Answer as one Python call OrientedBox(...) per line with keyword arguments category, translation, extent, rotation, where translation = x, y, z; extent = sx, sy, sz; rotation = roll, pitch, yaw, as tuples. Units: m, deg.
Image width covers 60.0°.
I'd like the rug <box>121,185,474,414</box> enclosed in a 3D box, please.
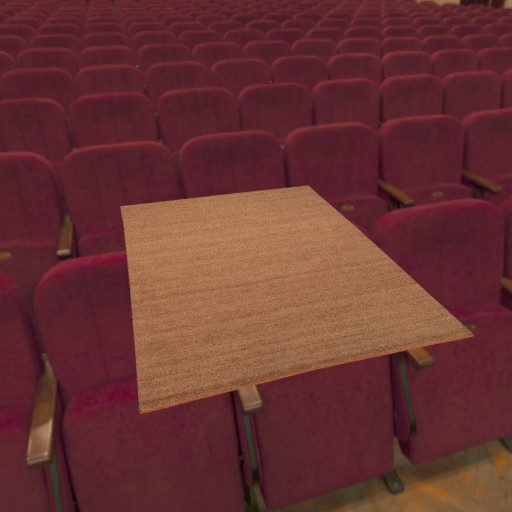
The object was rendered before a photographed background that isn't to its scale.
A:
OrientedBox(category="rug", translation=(0.000, 0.000, 5.068), extent=(2.873, 0.053, 3.778), rotation=(-9, 31, -14))
